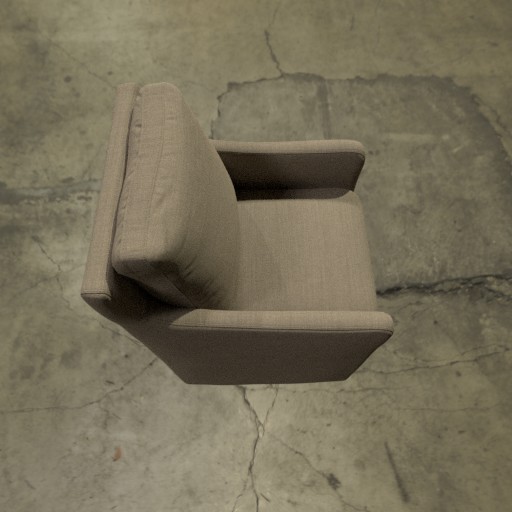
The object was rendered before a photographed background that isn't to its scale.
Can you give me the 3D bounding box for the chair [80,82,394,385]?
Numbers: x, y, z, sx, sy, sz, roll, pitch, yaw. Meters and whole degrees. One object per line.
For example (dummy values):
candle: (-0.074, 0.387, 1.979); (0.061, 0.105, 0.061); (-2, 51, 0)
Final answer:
chair: (0.000, 0.000, 1.336); (0.694, 0.914, 0.626); (-1, 63, 0)
